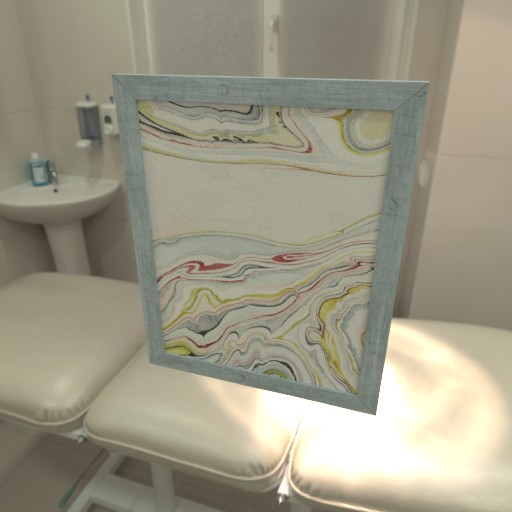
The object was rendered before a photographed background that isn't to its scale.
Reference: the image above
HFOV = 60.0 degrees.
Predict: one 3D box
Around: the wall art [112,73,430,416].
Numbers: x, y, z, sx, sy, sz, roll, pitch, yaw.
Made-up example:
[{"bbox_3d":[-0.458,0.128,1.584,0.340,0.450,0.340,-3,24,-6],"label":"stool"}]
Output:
[{"bbox_3d":[0.000,0.000,0.777,0.479,0.582,0.022,8,27,16],"label":"wall art"}]
